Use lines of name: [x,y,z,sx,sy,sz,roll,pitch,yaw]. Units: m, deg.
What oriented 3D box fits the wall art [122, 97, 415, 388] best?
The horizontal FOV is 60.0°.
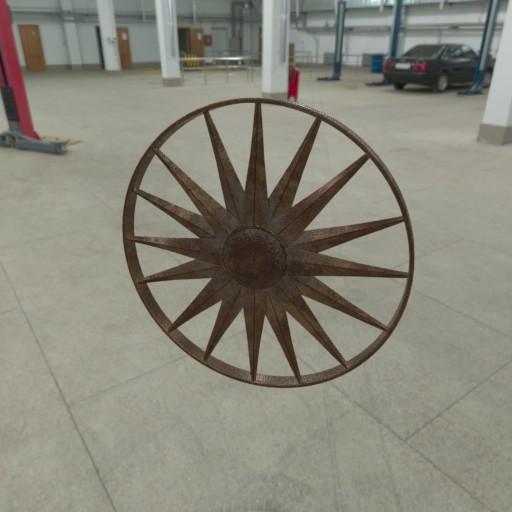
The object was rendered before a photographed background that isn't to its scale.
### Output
wall art: [0.000,0.000,0.864,0.582,0.583,0.084,8,27,17]
